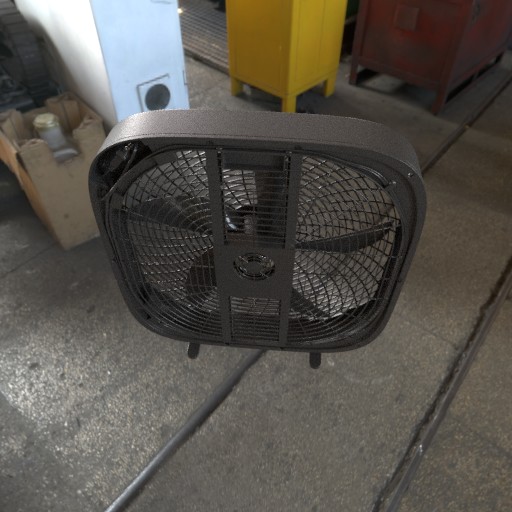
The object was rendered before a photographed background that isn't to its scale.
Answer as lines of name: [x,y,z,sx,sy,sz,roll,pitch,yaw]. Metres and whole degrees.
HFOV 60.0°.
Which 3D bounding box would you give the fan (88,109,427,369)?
fan: [0.000,0.000,0.815,0.526,0.533,0.142,4,46,4]
